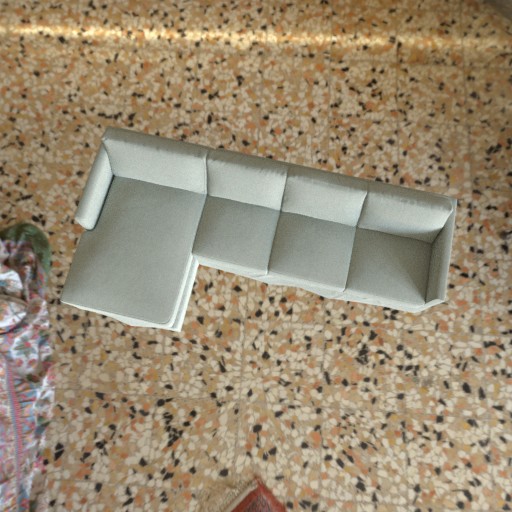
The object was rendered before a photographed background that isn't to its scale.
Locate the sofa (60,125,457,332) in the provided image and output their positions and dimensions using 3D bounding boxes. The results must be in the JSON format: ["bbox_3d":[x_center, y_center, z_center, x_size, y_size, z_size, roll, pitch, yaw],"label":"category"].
[{"bbox_3d":[0.000,0.000,3.961,3.205,0.922,1.650,13,75,3],"label":"sofa"}]
